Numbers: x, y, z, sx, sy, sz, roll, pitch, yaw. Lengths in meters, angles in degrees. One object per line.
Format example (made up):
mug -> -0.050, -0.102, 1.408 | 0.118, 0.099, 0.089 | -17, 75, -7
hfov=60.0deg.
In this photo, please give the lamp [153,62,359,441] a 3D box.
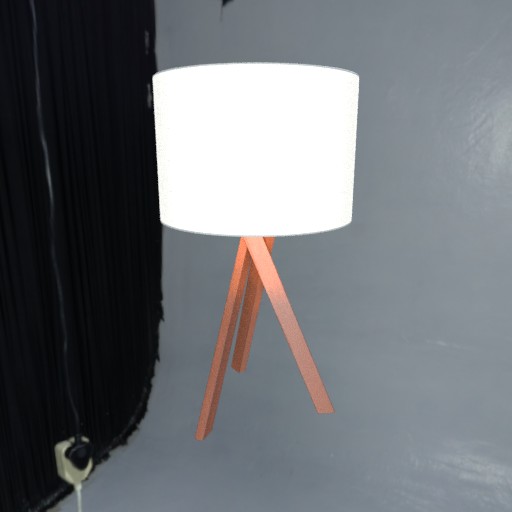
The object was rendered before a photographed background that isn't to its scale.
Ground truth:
lamp -> 0.000, 0.000, 0.921 | 0.380, 0.686, 0.380 | 7, 16, 26
